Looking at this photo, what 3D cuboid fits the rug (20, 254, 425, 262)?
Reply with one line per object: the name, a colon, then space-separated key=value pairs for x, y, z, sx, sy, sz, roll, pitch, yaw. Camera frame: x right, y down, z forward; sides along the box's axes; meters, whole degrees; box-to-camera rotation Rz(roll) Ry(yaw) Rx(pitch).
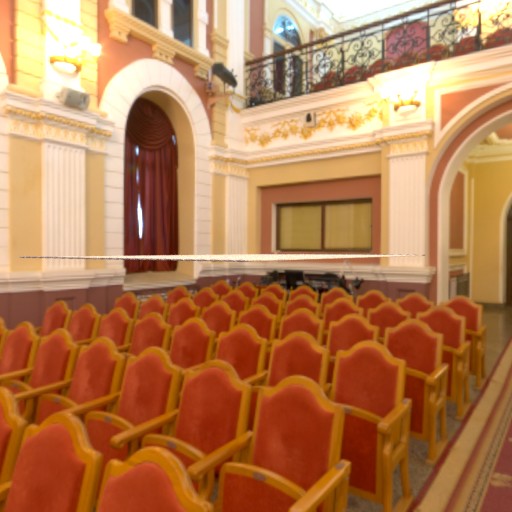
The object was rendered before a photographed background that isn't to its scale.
rug: x=0.000 y=0.000 z=2.900 sx=1.544 sy=0.010 sz=2.315 roll=1 pitch=1 yaw=36
